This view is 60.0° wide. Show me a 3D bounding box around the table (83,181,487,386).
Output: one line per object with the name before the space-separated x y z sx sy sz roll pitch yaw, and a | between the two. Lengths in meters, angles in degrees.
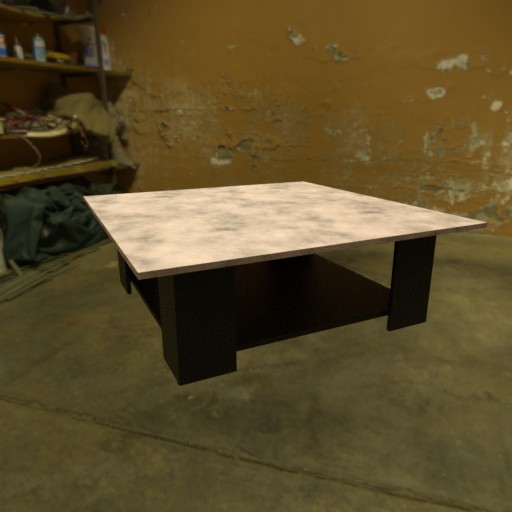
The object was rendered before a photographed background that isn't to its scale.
table | 0.000 0.000 1.378 0.890 0.305 0.890 -8 19 -25
